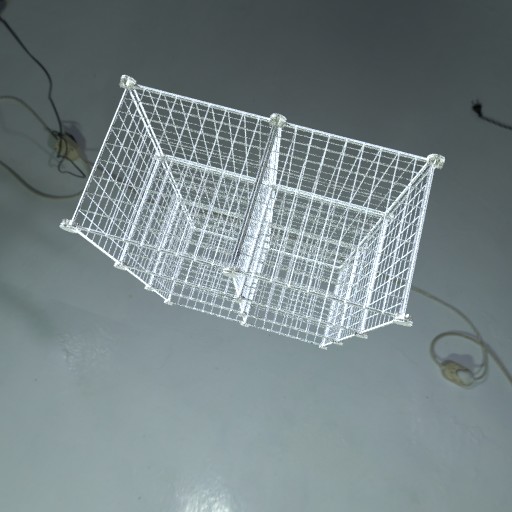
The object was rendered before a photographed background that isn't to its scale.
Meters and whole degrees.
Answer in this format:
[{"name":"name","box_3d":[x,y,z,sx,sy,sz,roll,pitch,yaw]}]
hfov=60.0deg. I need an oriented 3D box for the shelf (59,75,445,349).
[{"name":"shelf","box_3d":[0.000,0.000,1.403,0.711,1.067,0.356,15,76,4]}]
